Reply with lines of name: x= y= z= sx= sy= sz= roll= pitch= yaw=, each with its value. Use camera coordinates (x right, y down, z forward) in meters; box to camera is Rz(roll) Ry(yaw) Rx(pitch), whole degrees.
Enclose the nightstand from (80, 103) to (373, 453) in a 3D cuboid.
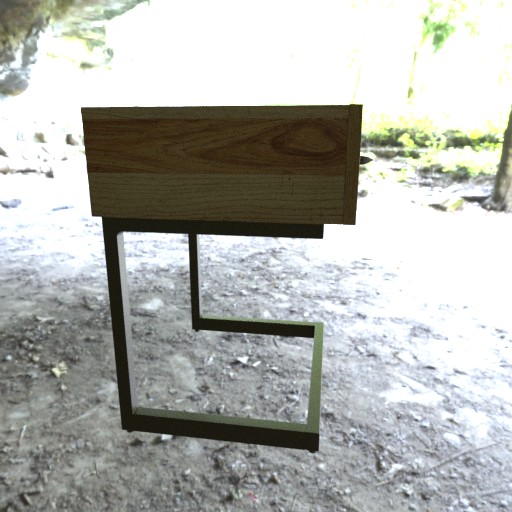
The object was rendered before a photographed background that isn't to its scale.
nightstand: x=0.000 y=0.000 z=1.022 sx=0.481 sy=0.632 sz=0.558 roll=3 pitch=16 yaw=9
